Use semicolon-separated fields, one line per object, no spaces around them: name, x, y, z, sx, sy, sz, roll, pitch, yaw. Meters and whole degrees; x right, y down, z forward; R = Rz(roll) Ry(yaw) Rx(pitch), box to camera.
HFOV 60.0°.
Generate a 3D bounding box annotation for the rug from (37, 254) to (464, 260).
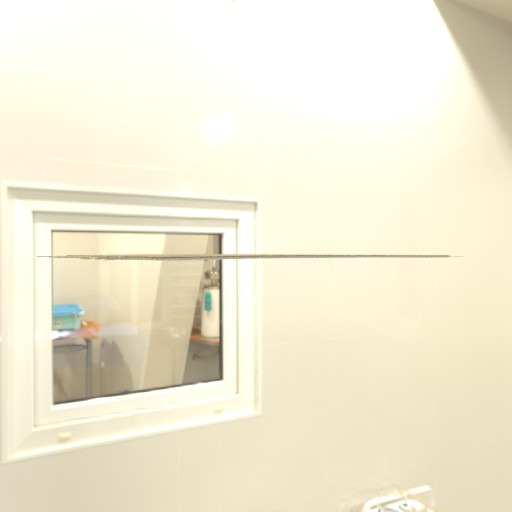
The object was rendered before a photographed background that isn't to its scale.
rug;0.000;0.000;3.023;2.465;0.023;1.619;0;1;-36
